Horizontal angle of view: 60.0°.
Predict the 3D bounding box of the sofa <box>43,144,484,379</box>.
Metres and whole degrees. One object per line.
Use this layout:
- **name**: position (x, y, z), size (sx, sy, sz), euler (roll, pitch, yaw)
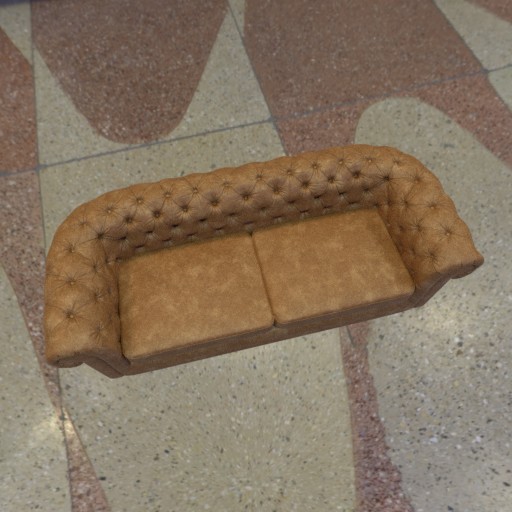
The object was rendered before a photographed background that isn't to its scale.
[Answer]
- **sofa**: position (0.000, 0.000, 2.745), size (2.365, 0.760, 0.989), euler (-12, 63, -6)
